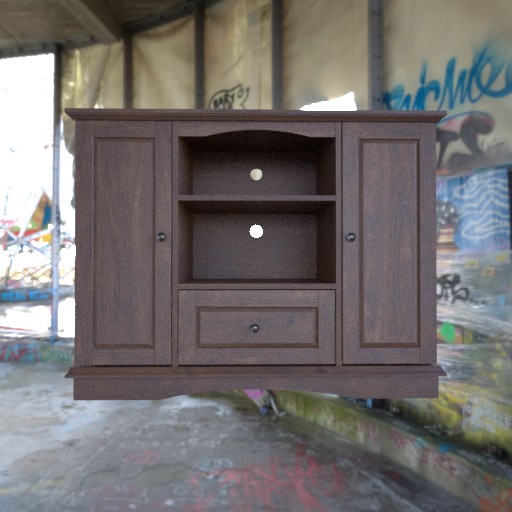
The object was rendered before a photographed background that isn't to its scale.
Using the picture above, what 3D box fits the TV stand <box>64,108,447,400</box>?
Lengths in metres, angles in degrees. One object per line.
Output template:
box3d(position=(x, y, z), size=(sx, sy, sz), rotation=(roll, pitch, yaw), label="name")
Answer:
box3d(position=(0.000, 0.000, 1.434), size=(1.067, 0.813, 0.406), rotation=(0, -1, -1), label="TV stand")
